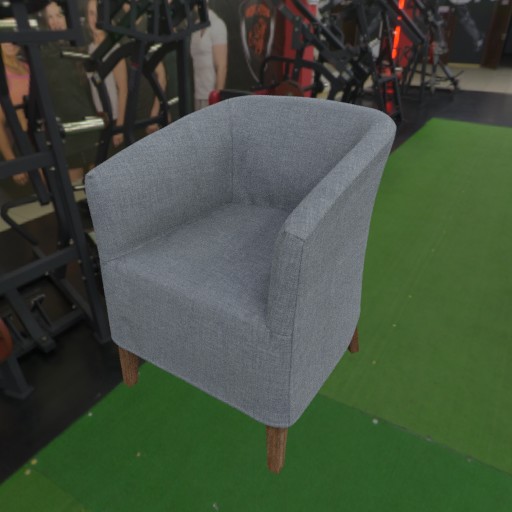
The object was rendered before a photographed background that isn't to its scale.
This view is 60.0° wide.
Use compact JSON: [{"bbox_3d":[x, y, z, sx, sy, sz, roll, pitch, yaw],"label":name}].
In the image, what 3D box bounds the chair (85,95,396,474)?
[{"bbox_3d":[0.000,0.000,1.267,0.600,0.771,0.668,18,34,29],"label":"chair"}]
